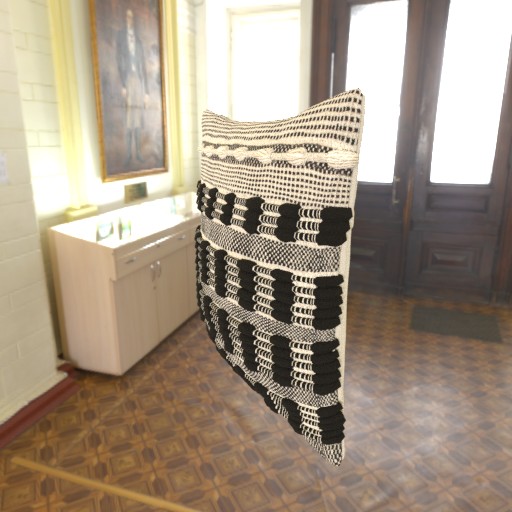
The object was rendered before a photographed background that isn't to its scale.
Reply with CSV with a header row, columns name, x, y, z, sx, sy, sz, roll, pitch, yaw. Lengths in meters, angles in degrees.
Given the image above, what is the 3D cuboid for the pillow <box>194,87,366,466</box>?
name,x,y,z,sx,sy,sz,roll,pitch,yaw
pillow,0.000,0.000,0.665,0.156,0.438,0.436,-7,17,-26
